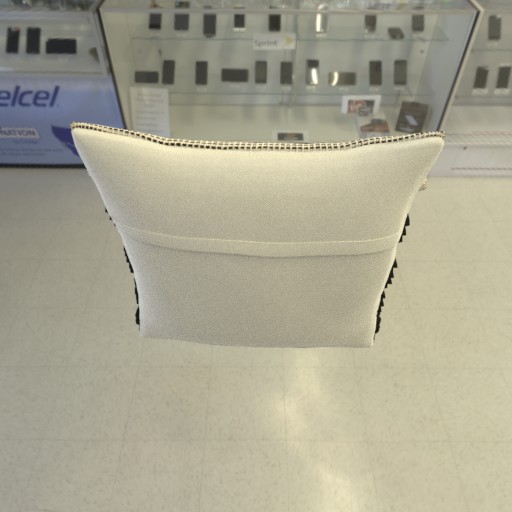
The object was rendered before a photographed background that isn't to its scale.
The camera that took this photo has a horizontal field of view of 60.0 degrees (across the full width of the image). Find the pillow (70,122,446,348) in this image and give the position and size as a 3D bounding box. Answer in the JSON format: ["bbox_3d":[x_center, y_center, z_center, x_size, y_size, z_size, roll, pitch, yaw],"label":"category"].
[{"bbox_3d":[0.000,0.000,0.666,0.436,0.438,0.156,2,47,2],"label":"pillow"}]
